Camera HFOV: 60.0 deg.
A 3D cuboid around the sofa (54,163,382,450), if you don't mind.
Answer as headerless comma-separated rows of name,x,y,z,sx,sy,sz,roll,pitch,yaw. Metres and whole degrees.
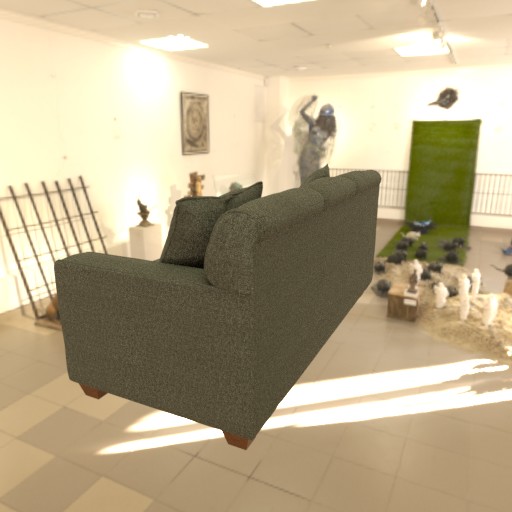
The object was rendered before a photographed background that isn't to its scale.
sofa,0.000,0.000,2.561,0.997,0.958,2.024,7,17,25
